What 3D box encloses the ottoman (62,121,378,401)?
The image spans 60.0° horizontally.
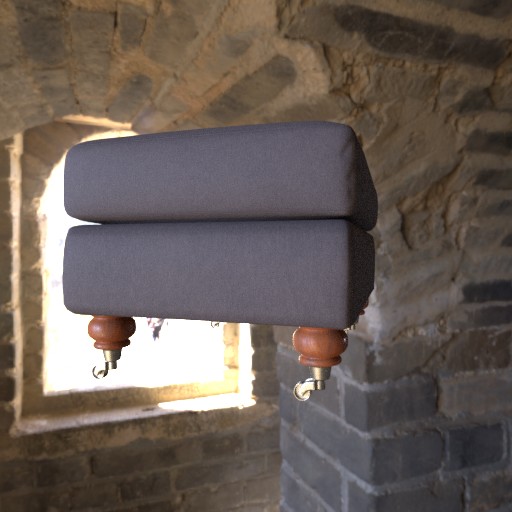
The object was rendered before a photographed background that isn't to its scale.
[{"bbox_3d":[0.000,0.000,1.116,0.574,0.497,0.773,0,1,18],"label":"ottoman"}]
